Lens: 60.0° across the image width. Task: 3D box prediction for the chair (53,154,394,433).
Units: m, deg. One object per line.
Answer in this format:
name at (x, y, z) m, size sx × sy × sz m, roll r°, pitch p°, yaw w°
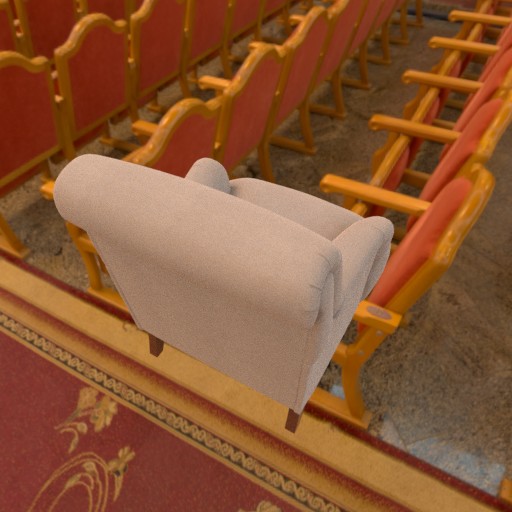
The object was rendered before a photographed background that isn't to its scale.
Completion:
chair at (0.000, 0.000, 1.515) m, size 0.766 × 0.942 × 0.842 m, roll 23°, pitch 50°, yaw 20°
